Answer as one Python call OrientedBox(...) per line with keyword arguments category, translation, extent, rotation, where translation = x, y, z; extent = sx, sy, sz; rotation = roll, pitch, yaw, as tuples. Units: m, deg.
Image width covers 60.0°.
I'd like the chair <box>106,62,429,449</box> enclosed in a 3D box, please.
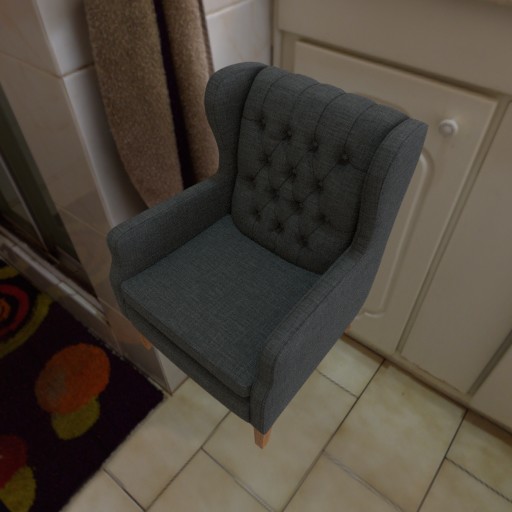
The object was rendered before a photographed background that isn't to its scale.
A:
OrientedBox(category="chair", translation=(0.000, 0.000, 1.485), extent=(0.711, 0.953, 0.775), rotation=(32, 54, 27))
